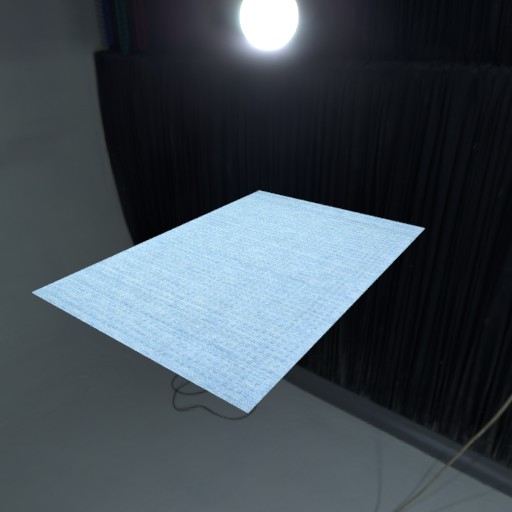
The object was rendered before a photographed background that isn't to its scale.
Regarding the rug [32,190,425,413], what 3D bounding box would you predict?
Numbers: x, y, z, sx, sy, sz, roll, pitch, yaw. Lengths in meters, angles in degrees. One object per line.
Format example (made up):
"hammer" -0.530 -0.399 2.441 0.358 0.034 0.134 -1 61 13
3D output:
"rug" 0.000 0.000 3.797 1.982 0.006 2.895 18 32 31
